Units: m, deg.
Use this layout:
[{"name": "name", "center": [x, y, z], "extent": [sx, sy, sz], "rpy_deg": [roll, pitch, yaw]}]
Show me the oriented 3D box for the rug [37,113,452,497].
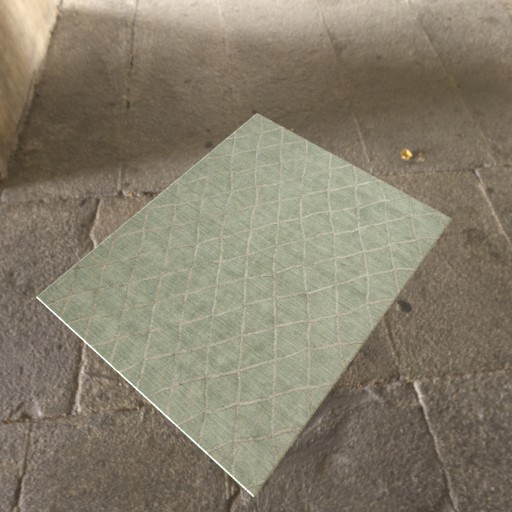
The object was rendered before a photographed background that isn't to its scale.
[{"name": "rug", "center": [0.000, 0.000, 4.052], "extent": [2.420, 0.019, 3.039], "rpy_deg": [34, 64, 20]}]
